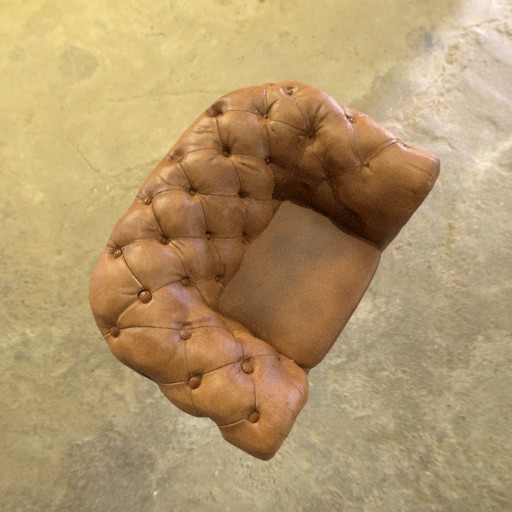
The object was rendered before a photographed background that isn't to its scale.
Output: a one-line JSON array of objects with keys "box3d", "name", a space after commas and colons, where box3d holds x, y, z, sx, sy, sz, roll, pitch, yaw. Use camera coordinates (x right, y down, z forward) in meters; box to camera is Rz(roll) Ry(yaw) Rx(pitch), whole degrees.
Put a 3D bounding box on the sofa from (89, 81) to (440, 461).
[{"box3d": [0.000, 0.000, 2.067, 1.033, 0.878, 1.405, 32, 77, 8], "name": "sofa"}]
